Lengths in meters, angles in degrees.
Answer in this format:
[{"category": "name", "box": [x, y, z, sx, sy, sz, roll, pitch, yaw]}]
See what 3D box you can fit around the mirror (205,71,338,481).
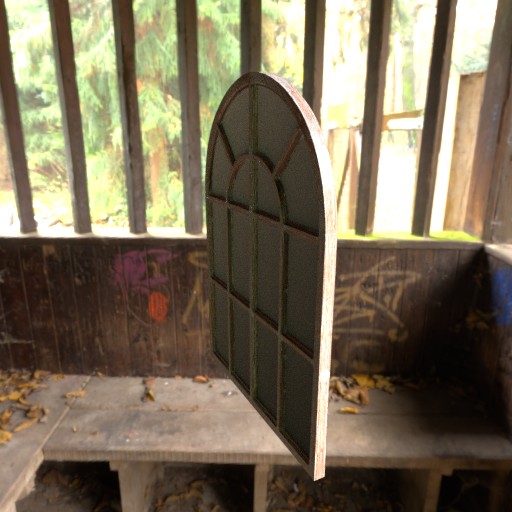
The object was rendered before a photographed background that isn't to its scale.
[{"category": "mirror", "box": [0.000, 0.000, 1.195, 0.032, 0.920, 0.660, -8, 19, -26]}]
